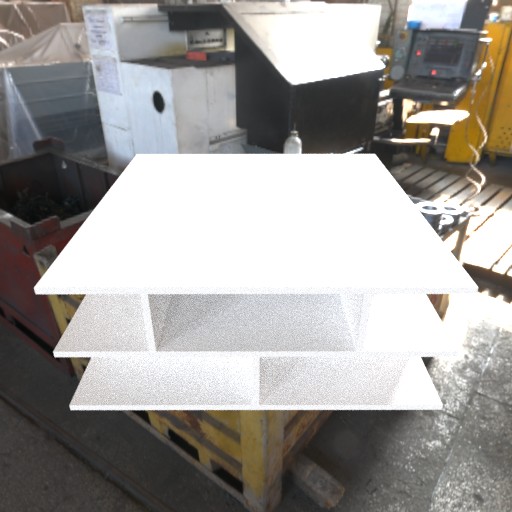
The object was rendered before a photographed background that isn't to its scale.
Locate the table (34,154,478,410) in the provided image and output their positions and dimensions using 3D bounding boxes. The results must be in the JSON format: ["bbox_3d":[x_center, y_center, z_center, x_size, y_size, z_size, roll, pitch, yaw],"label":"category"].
[{"bbox_3d":[0.000,0.000,1.072,0.700,0.289,0.700,0,30,0],"label":"table"}]
